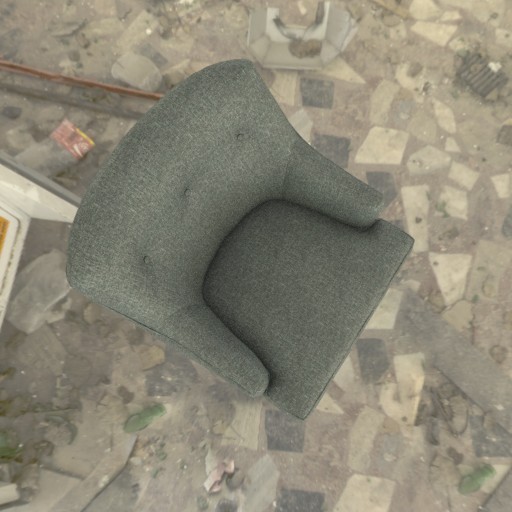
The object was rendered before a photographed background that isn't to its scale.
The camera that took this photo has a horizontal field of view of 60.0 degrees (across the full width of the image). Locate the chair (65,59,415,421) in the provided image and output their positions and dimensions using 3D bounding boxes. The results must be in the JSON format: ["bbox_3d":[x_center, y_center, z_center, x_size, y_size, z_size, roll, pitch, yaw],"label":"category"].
[{"bbox_3d":[0.000,0.000,1.595,0.923,0.856,0.864,33,78,8],"label":"chair"}]
